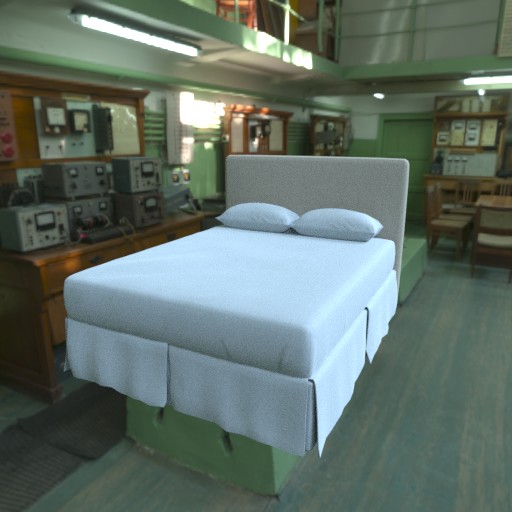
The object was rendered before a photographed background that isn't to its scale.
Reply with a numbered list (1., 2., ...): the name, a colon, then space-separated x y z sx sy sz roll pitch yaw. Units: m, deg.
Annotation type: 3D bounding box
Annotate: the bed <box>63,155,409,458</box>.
1. bed: 0.000 0.000 3.193 1.748 1.330 2.142 8 17 26
